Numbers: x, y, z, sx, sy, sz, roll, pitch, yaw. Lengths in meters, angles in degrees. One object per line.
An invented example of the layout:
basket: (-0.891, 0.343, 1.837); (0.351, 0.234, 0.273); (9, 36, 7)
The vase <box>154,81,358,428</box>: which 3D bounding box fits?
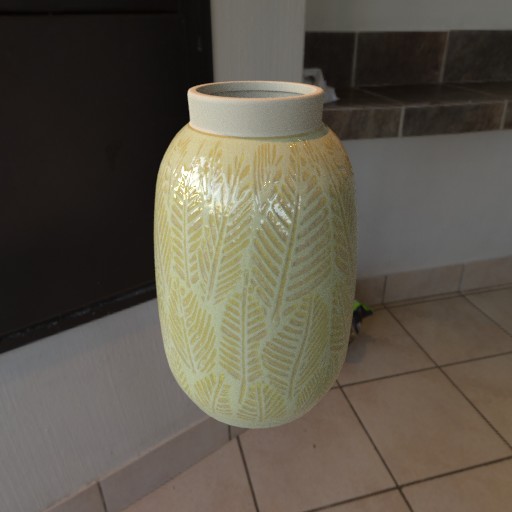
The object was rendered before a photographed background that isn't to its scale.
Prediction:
vase: (0.000, 0.000, 0.379); (0.172, 0.270, 0.172); (0, 28, 0)
